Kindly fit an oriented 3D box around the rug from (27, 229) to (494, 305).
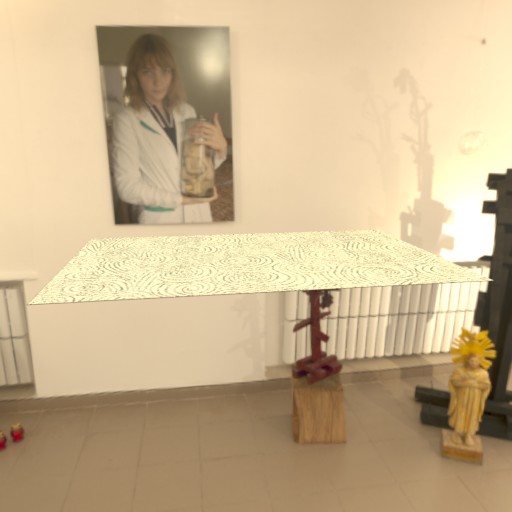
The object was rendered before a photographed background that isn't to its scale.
[{"bbox_3d":[0.000,0.000,3.009,2.439,0.005,1.524,-2,14,-9],"label":"rug"}]
